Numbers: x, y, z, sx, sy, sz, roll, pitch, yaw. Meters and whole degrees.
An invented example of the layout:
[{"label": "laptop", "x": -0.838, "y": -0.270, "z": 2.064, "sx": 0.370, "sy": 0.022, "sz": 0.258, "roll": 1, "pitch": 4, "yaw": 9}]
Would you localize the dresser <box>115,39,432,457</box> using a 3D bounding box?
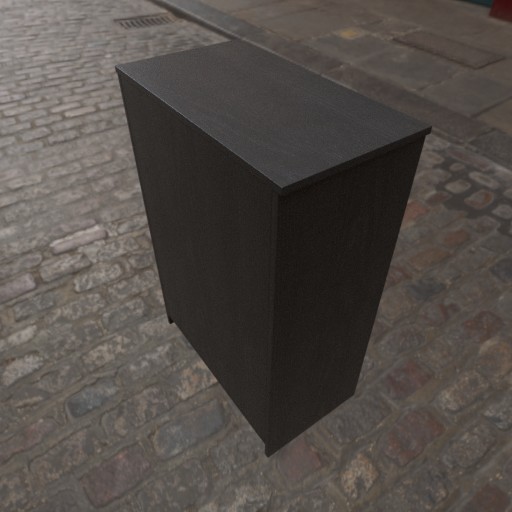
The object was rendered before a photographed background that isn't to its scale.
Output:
[{"label": "dresser", "x": 0.000, "y": 0.000, "z": 1.359, "sx": 0.398, "sy": 1.020, "sz": 0.700, "roll": -26, "pitch": 48, "yaw": -26}]
